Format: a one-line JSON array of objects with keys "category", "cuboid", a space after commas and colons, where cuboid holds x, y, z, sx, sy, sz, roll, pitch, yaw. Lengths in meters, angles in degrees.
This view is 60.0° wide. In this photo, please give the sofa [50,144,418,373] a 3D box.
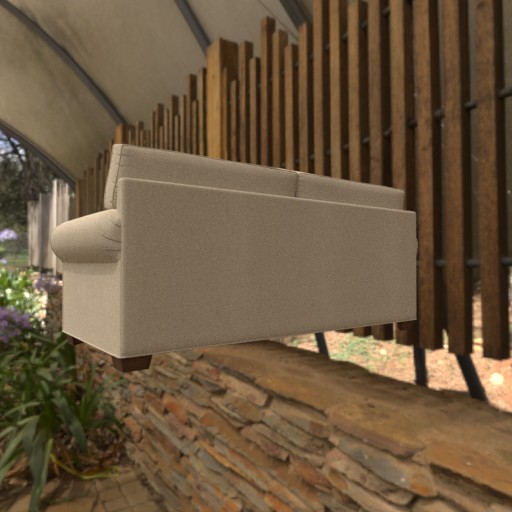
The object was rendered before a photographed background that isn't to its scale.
[{"category": "sofa", "cuboid": [0.000, 0.000, 2.688, 2.146, 0.962, 0.901, 1, -1, -37]}]
